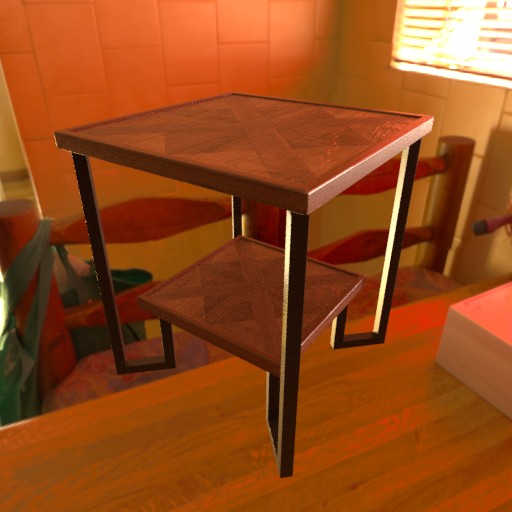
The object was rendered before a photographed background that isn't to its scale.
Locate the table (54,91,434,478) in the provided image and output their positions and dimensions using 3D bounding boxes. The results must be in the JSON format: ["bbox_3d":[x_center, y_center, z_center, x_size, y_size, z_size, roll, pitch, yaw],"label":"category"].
[{"bbox_3d":[0.000,0.000,0.956,0.503,0.563,0.503,19,35,30],"label":"table"}]
